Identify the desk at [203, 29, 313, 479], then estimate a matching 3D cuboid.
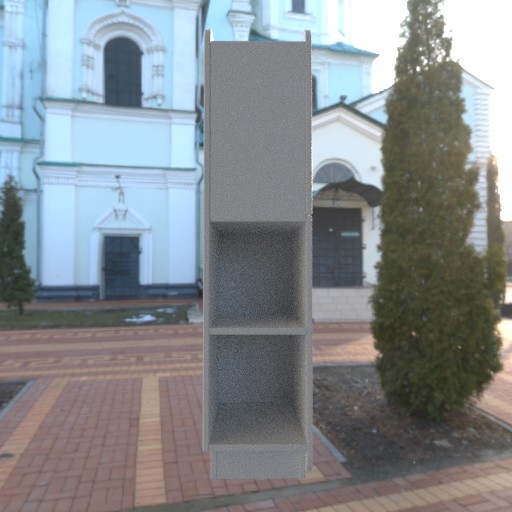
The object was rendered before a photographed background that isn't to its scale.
[{"bbox_3d":[0.000,0.000,1.526,0.278,1.190,0.795,0,-2,-1],"label":"desk"}]
